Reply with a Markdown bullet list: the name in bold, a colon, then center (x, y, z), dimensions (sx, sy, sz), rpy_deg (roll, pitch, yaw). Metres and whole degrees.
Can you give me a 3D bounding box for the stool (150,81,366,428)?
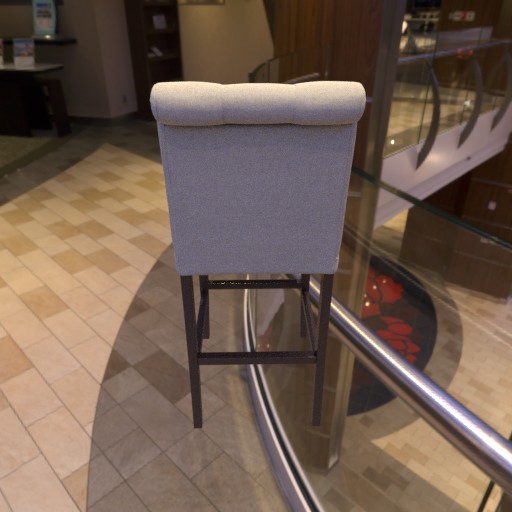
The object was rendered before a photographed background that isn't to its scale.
- **stool**: center (0.000, 0.000, 1.446), dimensions (0.493, 1.140, 0.601), rpy_deg (-1, 30, -1)
